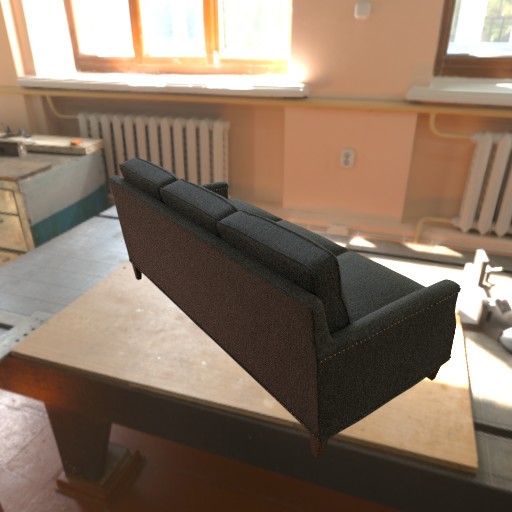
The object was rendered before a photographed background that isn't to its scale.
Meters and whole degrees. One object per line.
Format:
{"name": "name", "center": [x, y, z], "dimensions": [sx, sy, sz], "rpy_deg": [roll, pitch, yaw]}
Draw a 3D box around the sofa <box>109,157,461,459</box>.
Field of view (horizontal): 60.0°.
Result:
{"name": "sofa", "center": [0.000, 0.000, 2.831], "dimensions": [1.084, 1.003, 2.246], "rpy_deg": [-18, 31, -32]}
